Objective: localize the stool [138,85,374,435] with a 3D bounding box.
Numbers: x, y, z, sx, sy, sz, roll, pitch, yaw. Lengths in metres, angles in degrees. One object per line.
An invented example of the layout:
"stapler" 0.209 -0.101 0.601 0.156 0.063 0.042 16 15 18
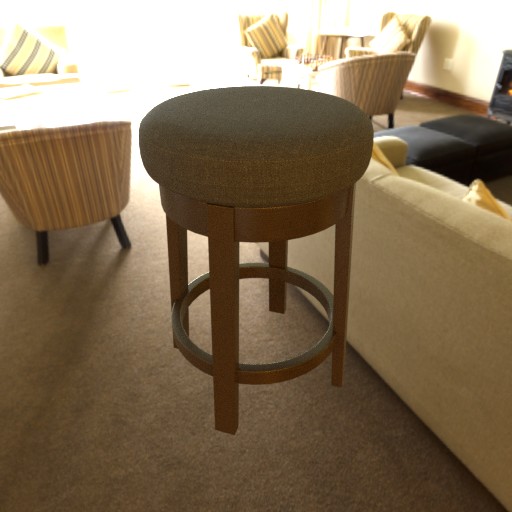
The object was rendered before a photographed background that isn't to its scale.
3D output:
"stool" 0.000 0.000 0.975 0.449 0.655 0.449 0 33 0
